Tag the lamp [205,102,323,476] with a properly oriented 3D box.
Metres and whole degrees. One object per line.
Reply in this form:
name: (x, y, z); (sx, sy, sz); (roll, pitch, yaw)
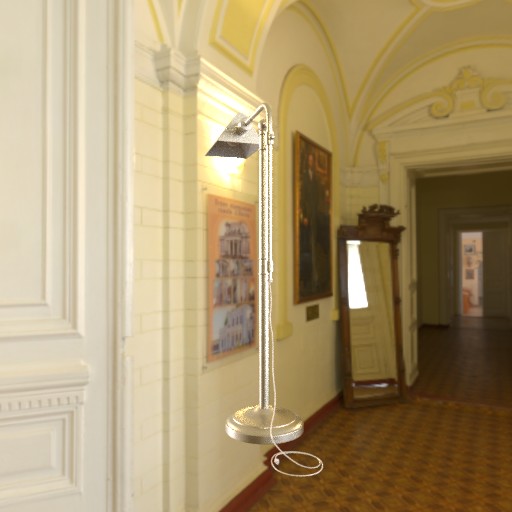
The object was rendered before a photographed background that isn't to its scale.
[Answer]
lamp: (0.000, 0.000, 0.968); (0.159, 0.708, 0.546); (0, -1, -17)
